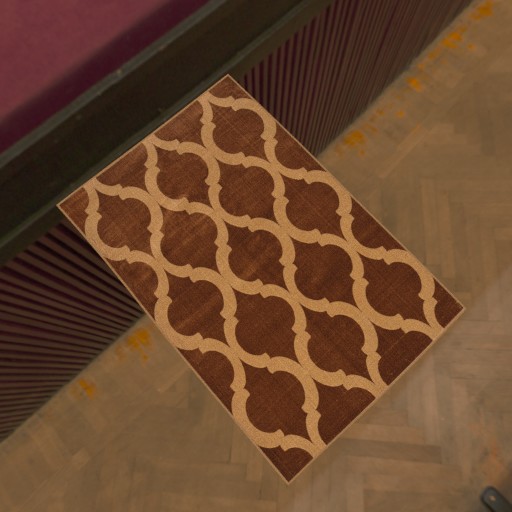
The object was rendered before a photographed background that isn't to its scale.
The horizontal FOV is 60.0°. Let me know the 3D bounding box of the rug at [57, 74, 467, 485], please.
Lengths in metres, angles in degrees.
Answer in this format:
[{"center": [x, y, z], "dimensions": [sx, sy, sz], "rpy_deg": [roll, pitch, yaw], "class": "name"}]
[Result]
[{"center": [0.000, 0.000, 2.860], "dimensions": [1.526, 0.014, 2.290], "rpy_deg": [-41, 79, -10], "class": "rug"}]
